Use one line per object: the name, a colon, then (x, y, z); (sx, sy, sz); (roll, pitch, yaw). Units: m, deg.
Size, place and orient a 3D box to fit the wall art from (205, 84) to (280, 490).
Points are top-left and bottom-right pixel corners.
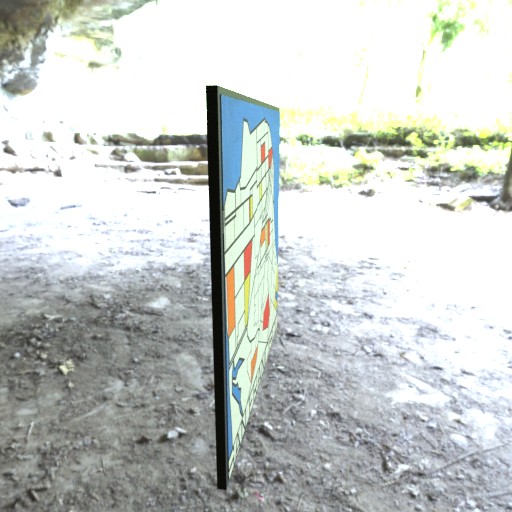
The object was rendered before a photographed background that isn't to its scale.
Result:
wall art: (0.000, 0.000, 0.689); (0.013, 0.457, 0.458); (3, 16, 10)
